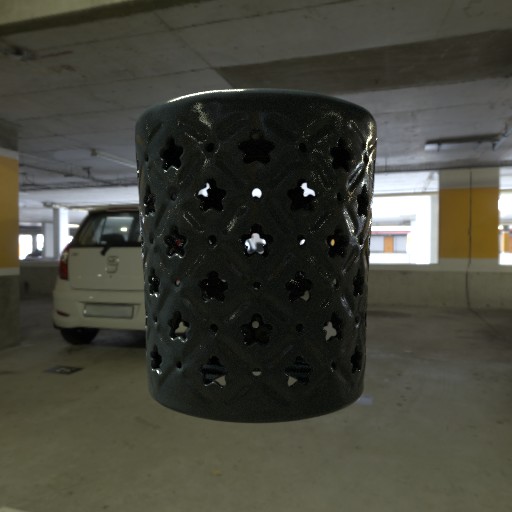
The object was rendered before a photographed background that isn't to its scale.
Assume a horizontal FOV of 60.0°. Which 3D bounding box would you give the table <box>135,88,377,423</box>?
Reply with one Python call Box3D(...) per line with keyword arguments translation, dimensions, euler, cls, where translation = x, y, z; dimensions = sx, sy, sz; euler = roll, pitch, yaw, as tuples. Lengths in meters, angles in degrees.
Box3D(translation=(0.000, 0.000, 0.665), dimensions=(0.352, 0.387, 0.352), euler=(0, 1, 0), cls="table")
